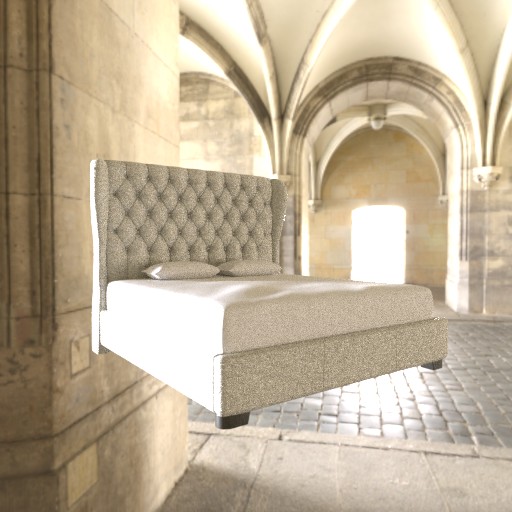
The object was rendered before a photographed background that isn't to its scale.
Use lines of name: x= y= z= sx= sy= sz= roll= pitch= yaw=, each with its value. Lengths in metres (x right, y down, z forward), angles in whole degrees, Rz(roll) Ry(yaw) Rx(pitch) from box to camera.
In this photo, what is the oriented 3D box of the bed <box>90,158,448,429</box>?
bed: x=0.000 y=0.000 z=3.835 sx=2.219 sy=1.771 sz=2.347 roll=-1 pitch=2 yaw=-36
